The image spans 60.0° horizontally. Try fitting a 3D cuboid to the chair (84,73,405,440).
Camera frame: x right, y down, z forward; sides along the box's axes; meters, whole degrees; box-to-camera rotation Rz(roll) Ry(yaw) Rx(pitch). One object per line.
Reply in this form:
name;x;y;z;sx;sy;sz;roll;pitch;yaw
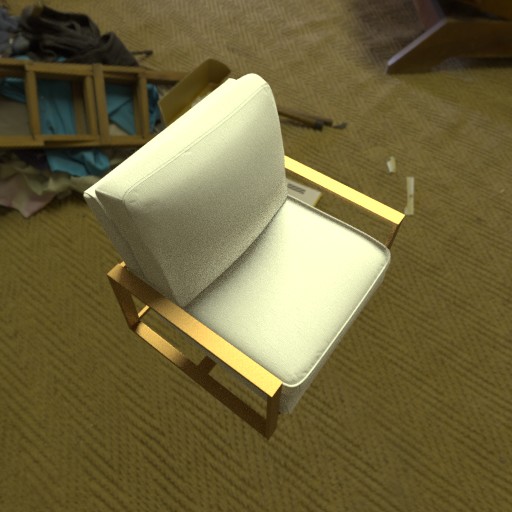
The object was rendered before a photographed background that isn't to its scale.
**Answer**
chair;0.000;0.000;1.609;0.813;0.966;0.805;32;63;19
